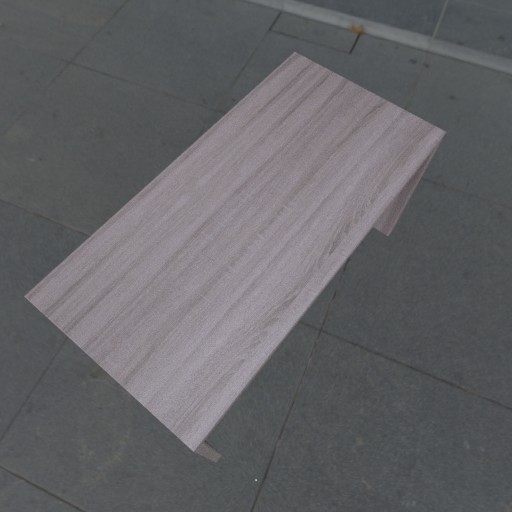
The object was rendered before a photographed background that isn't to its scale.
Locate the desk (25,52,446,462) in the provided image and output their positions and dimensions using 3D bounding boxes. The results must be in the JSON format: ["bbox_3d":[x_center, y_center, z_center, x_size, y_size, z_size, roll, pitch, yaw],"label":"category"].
[{"bbox_3d":[0.000,0.000,1.816,0.690,0.745,1.380,35,68,16],"label":"desk"}]
